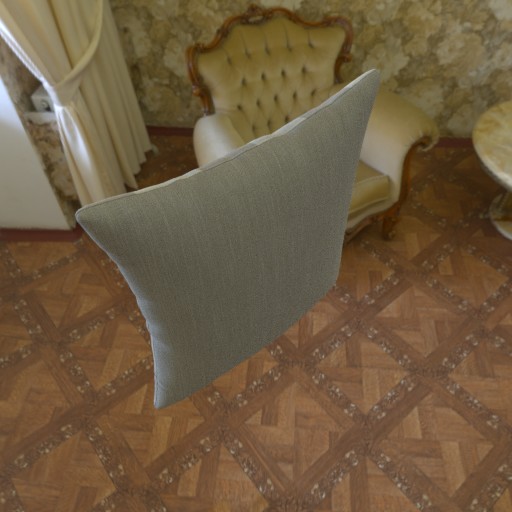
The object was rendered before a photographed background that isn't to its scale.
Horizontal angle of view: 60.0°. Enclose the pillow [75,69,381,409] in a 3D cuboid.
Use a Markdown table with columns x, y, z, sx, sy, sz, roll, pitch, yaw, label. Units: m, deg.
| x | y | z | sx | sy | sz | roll | pitch | yaw | label |
| --- | --- | --- | --- | --- | --- | --- | --- | --- | --- |
| 0.000 | 0.000 | 0.771 | 0.511 | 0.509 | 0.161 | -33 | 56 | -26 | pillow |
